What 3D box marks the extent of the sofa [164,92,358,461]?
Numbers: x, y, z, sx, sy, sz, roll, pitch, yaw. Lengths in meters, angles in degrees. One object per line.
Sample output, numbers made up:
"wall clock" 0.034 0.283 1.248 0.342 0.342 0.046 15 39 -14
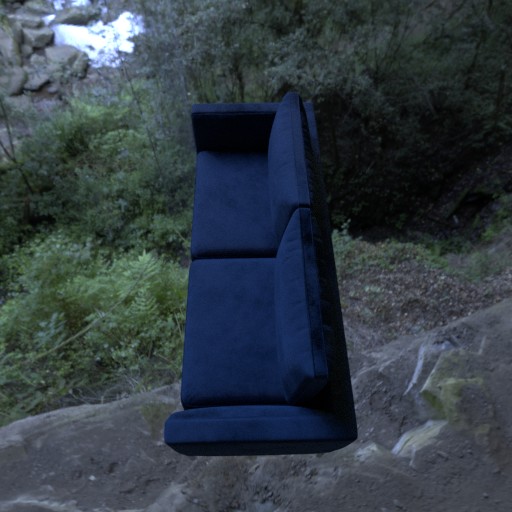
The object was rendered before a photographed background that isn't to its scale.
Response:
"sofa" 0.000 0.000 2.700 0.853 0.998 2.212 -1 58 -1
